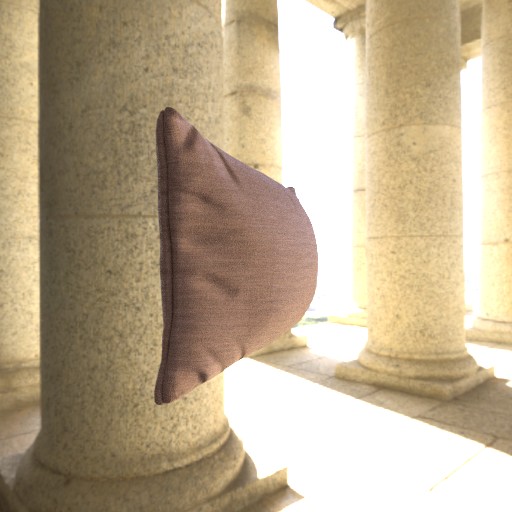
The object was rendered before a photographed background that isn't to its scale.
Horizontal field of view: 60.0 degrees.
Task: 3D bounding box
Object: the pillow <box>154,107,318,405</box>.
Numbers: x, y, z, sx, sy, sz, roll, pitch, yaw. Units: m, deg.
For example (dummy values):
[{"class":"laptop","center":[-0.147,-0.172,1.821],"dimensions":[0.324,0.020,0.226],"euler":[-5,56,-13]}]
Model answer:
[{"class":"pillow","center":[0.000,0.000,0.792],"dimensions":[0.210,0.338,0.633],"euler":[0,0,18]}]
